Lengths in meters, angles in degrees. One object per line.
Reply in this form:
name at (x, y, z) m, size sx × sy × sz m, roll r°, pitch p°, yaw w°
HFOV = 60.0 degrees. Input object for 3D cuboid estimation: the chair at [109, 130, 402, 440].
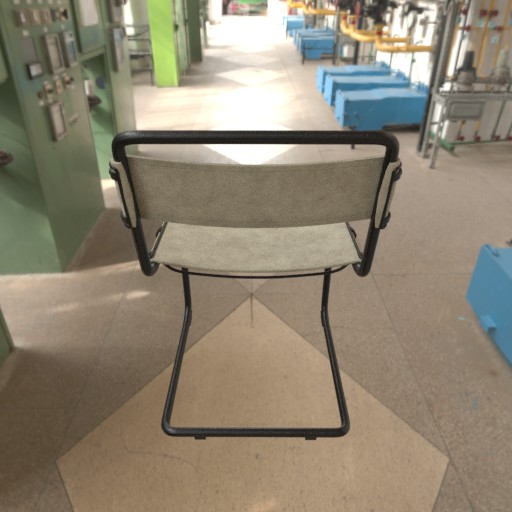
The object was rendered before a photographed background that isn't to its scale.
chair at (0.000, 0.000, 1.090) m, size 0.499 × 0.747 × 0.497 m, roll 0°, pitch 31°, yaw 0°
